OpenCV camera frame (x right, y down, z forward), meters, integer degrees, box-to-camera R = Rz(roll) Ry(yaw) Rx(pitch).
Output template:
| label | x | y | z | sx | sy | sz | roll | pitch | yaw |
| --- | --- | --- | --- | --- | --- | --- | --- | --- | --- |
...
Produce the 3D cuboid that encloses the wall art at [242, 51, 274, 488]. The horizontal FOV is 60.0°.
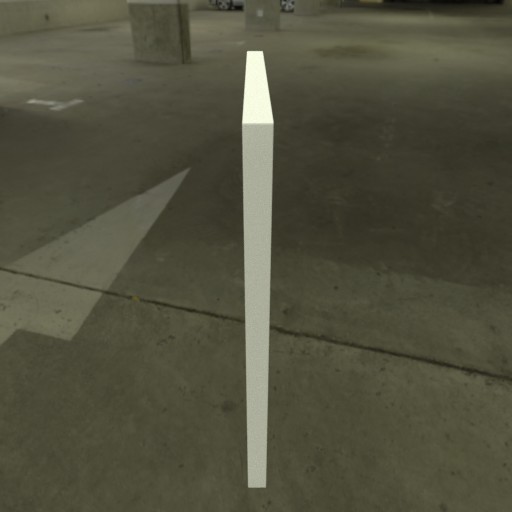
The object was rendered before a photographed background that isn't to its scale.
| label | x | y | z | sx | sy | sz | roll | pitch | yaw |
| --- | --- | --- | --- | --- | --- | --- | --- | --- | --- |
| wall art | 0.000 | 0.000 | 0.725 | 0.028 | 0.556 | 0.454 | 0 | 32 | 0 |
